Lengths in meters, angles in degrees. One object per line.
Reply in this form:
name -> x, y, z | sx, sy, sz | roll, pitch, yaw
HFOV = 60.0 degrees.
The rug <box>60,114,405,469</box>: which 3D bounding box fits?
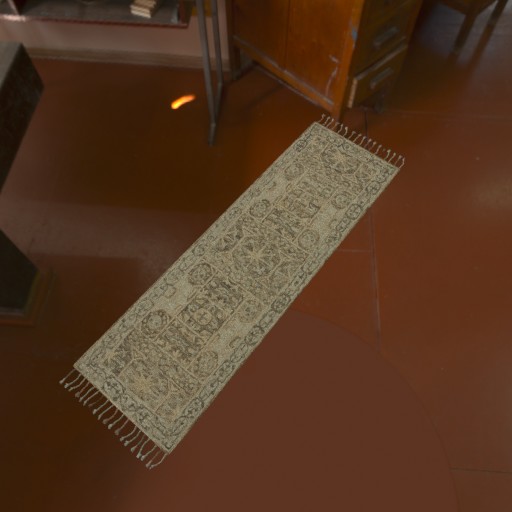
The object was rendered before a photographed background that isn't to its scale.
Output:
rug -> 0.000, 0.000, 2.898 | 0.762, 0.011, 2.664 | 35, 67, 17
